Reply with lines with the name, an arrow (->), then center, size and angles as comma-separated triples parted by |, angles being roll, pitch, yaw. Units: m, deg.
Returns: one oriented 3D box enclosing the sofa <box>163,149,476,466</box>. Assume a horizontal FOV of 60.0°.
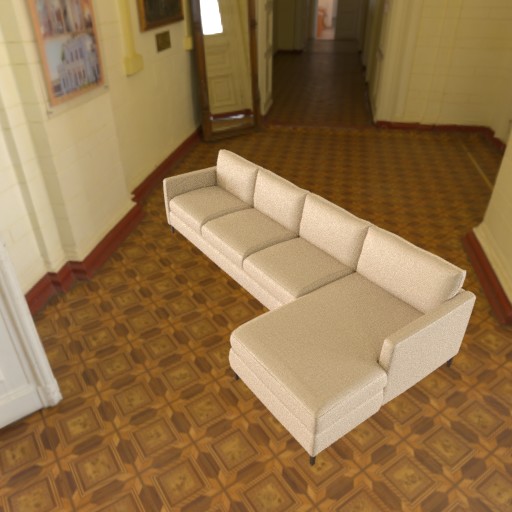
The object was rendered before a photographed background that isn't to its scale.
sofa -> 0.000, 0.000, 3.274 | 1.258, 0.755, 2.731 | -20, 37, -29
